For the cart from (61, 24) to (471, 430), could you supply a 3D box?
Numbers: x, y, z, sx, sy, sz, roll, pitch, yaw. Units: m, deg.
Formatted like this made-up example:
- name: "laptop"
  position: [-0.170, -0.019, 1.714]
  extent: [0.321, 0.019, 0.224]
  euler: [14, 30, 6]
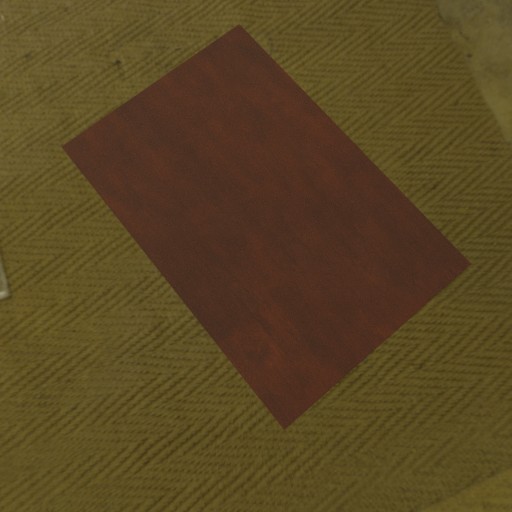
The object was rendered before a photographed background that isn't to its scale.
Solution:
- name: "cart"
  position: [0.000, 0.000, 1.247]
  extent: [0.442, 0.864, 0.683]
  euler: [-39, 79, -9]
